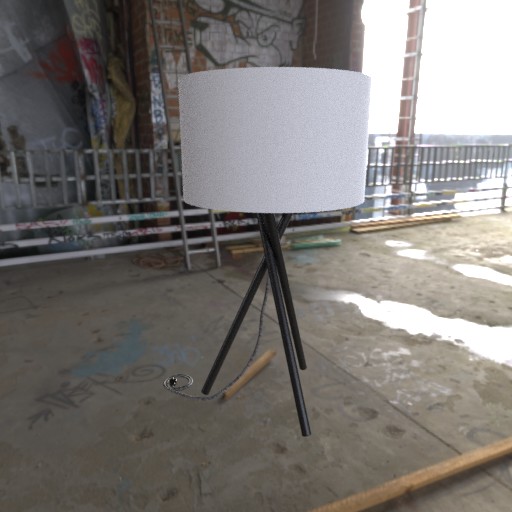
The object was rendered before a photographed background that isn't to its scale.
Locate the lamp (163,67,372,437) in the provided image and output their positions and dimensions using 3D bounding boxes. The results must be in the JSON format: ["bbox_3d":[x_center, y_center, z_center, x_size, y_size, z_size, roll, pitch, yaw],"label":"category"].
[{"bbox_3d":[0.000,0.000,0.910,0.422,0.674,0.353,-2,16,-8],"label":"lamp"}]
